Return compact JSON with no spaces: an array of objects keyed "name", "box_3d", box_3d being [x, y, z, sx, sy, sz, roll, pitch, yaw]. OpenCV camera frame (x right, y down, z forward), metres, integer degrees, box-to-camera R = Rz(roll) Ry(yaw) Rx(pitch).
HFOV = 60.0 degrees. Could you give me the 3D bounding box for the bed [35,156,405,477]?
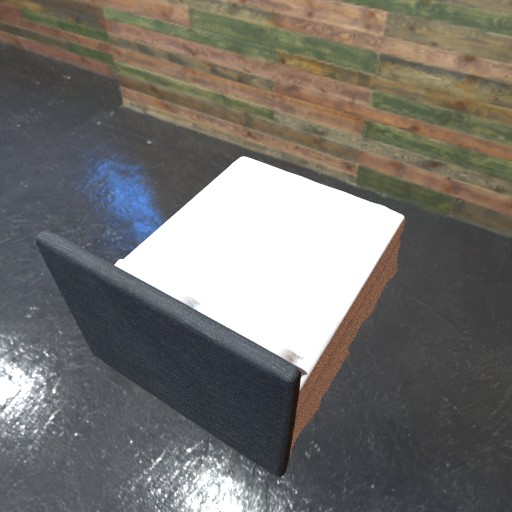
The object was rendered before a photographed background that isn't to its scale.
[{"name":"bed","box_3d":[0.000,0.000,3.227,1.723,1.330,2.142,25,52,21]}]
